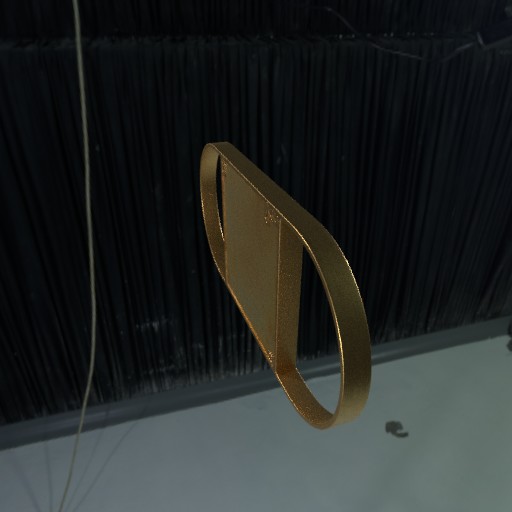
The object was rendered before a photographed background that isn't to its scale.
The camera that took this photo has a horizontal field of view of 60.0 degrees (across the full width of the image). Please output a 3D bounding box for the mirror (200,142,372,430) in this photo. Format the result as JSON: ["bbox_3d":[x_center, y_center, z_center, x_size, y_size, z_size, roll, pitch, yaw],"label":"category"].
[{"bbox_3d":[0.000,0.000,0.677,0.032,0.254,0.584,-10,31,-17],"label":"mirror"}]
